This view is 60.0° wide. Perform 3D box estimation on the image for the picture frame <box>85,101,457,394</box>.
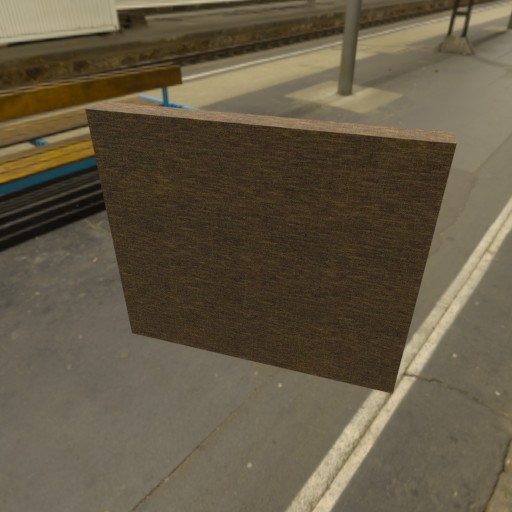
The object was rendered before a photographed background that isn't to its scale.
[{"bbox_3d":[0.000,0.000,0.539,0.378,0.330,0.033,10,35,14],"label":"picture frame"}]
